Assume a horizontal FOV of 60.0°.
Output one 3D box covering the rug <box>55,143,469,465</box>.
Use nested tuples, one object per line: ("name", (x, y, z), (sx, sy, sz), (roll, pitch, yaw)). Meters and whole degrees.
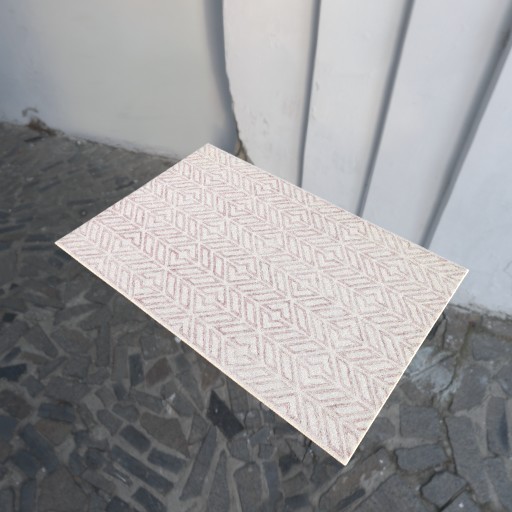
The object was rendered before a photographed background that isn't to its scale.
("rug", (0.000, 0.000, 2.343), (1.828, 0.007, 1.220), (31, 55, 25))
